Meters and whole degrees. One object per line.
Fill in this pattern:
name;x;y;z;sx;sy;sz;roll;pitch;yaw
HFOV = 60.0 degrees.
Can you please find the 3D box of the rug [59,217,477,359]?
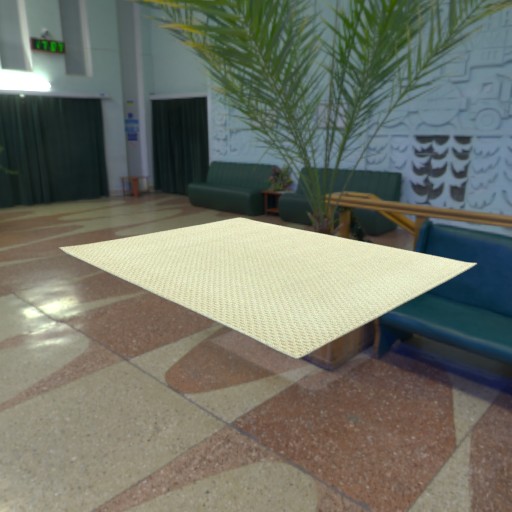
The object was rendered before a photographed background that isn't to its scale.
rug;0.000;0.000;3.877;2.277;0.035;2.897;-15;21;-42
